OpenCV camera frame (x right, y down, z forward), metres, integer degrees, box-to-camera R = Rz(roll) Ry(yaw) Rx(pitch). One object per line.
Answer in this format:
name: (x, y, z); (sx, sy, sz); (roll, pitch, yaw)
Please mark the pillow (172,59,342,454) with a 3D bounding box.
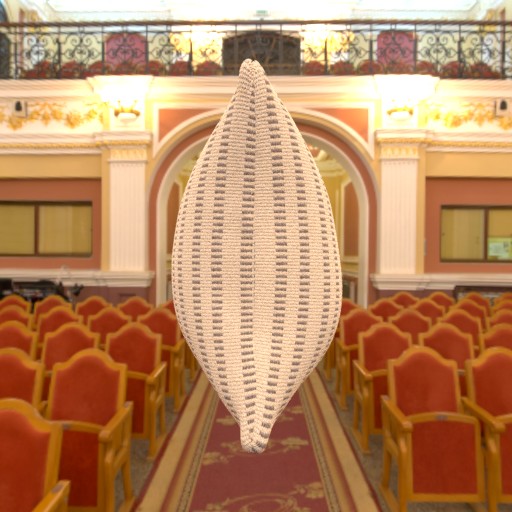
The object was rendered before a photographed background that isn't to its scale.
pillow: (0.000, 0.000, 0.679); (0.247, 0.419, 0.438); (0, 0, 1)
